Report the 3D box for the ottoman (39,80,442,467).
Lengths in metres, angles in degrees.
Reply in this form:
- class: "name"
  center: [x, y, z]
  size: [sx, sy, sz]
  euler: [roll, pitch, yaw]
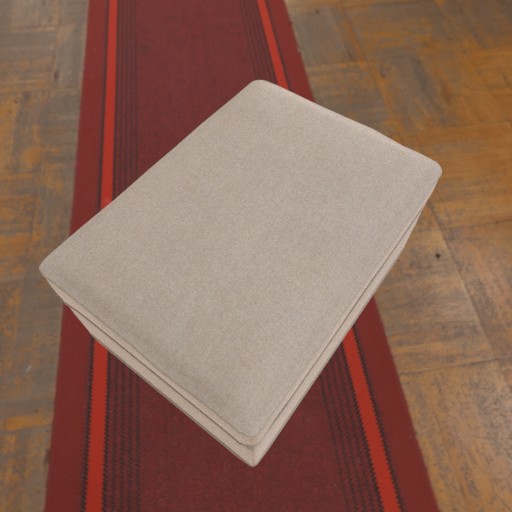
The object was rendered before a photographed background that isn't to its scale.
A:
- class: "ottoman"
  center: [0.000, 0.000, 1.234]
  size: [0.617, 0.503, 0.846]
  euler: [32, 64, 18]
